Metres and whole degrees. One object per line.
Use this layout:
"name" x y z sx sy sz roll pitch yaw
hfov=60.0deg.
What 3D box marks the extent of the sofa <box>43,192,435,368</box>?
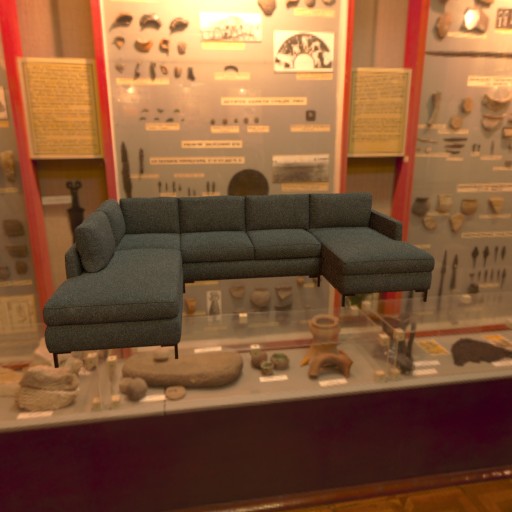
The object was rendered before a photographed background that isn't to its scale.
"sofa" 0.000 0.000 3.828 2.956 0.813 2.007 -2 16 -8
